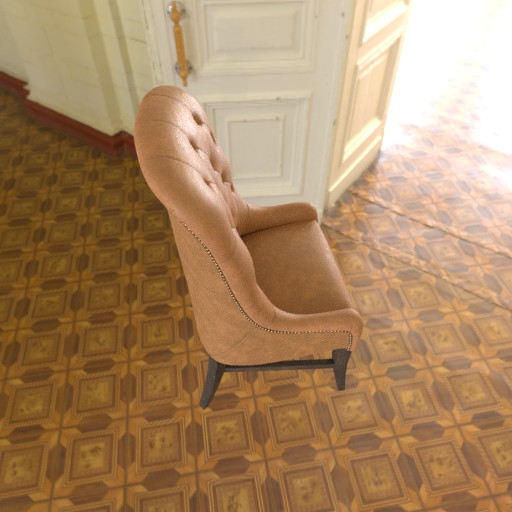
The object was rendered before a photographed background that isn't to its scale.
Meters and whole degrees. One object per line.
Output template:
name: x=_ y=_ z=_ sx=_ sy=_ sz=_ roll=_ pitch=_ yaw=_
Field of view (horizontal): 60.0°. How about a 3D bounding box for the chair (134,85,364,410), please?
chair: x=0.000 y=0.000 z=1.538 sx=0.629 sy=1.091 sz=0.634 roll=-8 pitch=47 yaw=-7
